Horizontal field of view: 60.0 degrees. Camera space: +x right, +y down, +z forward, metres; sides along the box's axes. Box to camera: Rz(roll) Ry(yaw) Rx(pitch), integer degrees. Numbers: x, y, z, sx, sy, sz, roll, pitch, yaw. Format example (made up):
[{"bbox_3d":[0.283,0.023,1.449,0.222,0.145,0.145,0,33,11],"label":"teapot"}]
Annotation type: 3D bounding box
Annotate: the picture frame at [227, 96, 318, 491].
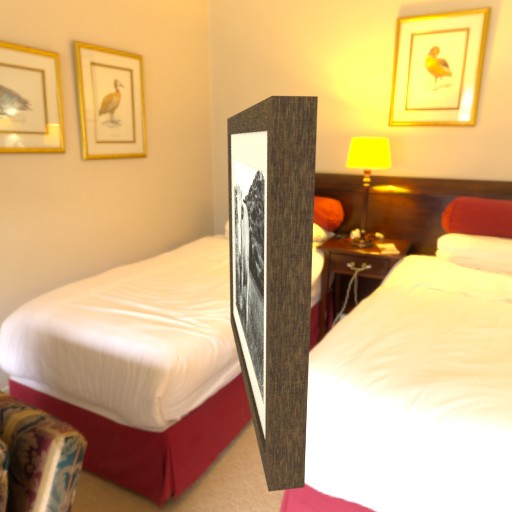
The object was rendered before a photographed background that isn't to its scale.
[{"bbox_3d":[0.000,0.000,0.533,0.033,0.330,0.378,-2,15,-8],"label":"picture frame"}]
